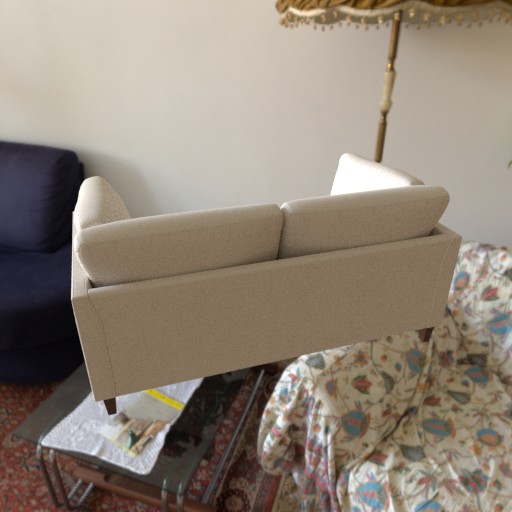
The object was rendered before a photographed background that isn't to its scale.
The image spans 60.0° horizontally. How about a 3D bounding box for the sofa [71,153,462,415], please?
[{"bbox_3d":[0.000,0.000,2.339,1.776,0.836,0.970,-9,29,-16],"label":"sofa"}]
